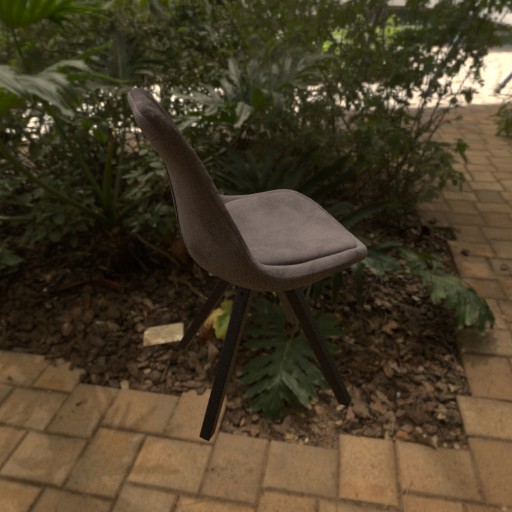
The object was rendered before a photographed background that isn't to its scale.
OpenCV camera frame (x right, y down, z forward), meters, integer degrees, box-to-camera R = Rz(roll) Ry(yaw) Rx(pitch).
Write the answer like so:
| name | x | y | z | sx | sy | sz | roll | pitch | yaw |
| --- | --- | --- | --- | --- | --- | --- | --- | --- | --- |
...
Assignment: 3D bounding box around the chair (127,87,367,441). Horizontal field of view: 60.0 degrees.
| name | x | y | z | sx | sy | sz | roll | pitch | yaw |
| --- | --- | --- | --- | --- | --- | --- | --- | --- | --- |
| chair | 0.000 | 0.000 | 1.200 | 0.550 | 0.850 | 0.485 | -9 | 31 | -16 |
